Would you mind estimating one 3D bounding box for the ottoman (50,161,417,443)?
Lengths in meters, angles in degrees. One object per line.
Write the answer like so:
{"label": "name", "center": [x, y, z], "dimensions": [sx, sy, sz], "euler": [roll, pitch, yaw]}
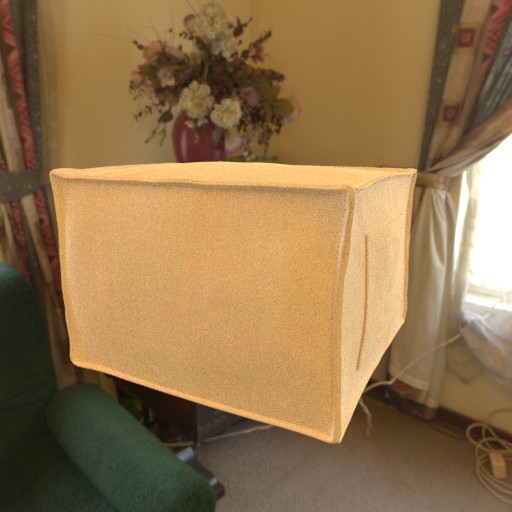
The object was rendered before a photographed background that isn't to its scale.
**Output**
{"label": "ottoman", "center": [0.000, 0.000, 1.141], "dimensions": [0.696, 0.470, 0.707], "euler": [7, 16, 27]}
